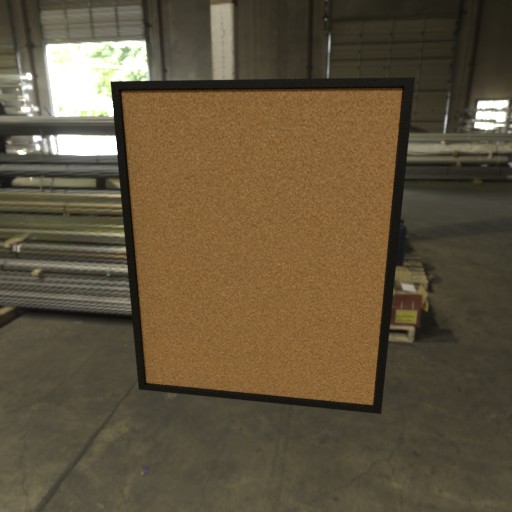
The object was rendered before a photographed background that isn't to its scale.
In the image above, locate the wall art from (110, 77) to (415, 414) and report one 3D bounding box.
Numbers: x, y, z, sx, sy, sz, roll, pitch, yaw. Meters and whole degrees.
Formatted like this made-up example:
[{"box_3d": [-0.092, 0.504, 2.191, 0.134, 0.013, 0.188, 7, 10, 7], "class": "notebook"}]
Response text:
[{"box_3d": [0.000, 0.000, 0.755, 0.457, 0.559, 0.029, 3, 18, 9], "class": "wall art"}]
